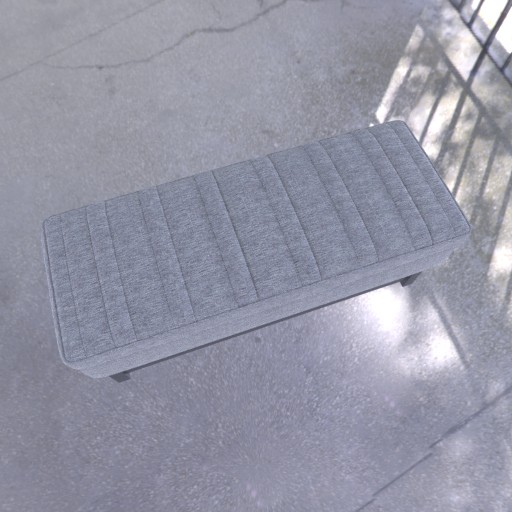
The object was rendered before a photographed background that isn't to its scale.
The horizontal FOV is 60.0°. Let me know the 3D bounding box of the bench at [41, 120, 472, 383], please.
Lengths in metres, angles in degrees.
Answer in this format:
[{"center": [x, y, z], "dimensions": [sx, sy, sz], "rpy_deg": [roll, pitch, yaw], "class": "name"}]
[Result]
[{"center": [0.000, 0.000, 1.346], "dimensions": [1.100, 0.470, 0.429], "rpy_deg": [-17, 66, -8], "class": "bench"}]
